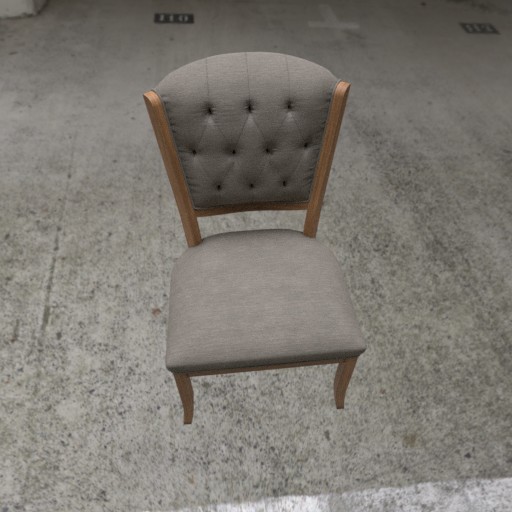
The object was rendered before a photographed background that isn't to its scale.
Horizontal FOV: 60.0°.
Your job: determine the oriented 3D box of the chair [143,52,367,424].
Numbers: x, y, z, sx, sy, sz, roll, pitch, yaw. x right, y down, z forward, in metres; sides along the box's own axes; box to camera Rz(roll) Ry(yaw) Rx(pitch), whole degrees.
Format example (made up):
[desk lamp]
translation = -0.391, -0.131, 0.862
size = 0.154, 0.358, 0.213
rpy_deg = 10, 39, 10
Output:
[chair]
translation = 0.000, 0.000, 1.247
size = 0.513, 0.905, 0.584
rpy_deg = -4, 49, -4
